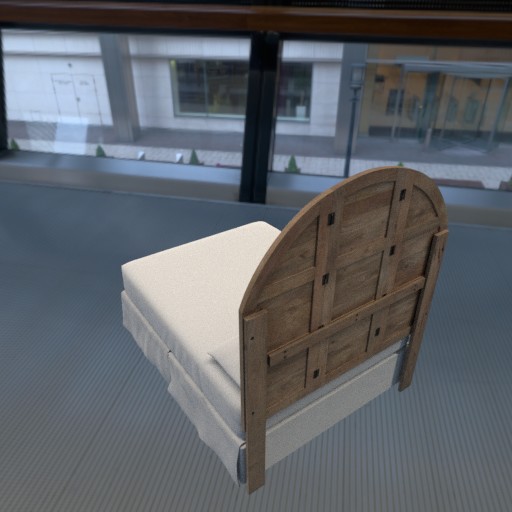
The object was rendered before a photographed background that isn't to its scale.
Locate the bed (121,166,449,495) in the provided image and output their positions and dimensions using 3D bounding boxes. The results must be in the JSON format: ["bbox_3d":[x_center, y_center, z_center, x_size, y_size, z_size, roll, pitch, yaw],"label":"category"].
[{"bbox_3d":[0.000,0.000,3.463,1.713,2.002,2.112,-20,36,-30],"label":"bed"}]
